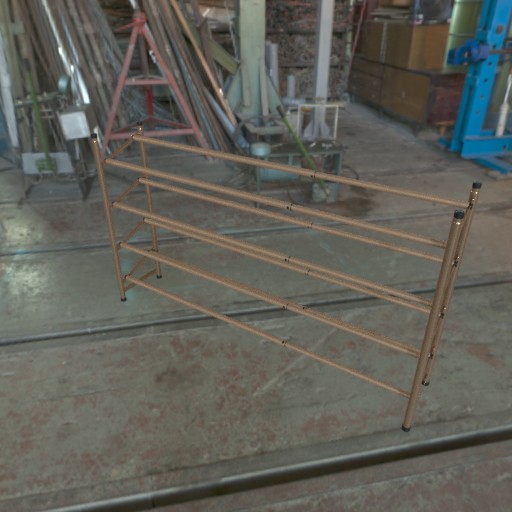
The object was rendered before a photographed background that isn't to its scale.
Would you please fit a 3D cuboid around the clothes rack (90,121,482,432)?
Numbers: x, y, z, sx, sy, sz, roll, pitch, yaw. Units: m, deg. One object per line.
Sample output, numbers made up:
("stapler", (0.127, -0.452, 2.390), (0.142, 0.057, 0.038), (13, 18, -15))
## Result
("clothes rack", (0.000, 0.000, 1.433), (1.168, 0.672, 0.229), (18, 34, 28))
